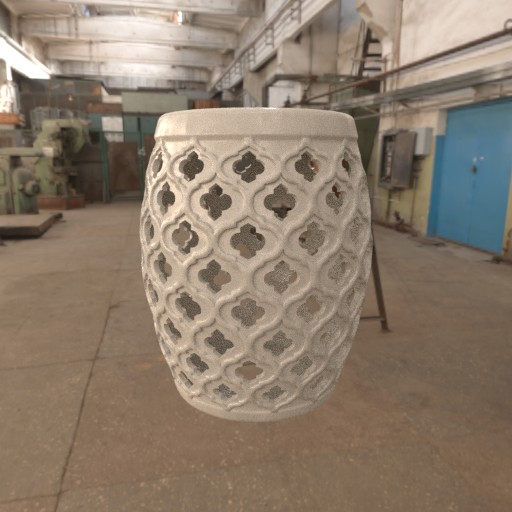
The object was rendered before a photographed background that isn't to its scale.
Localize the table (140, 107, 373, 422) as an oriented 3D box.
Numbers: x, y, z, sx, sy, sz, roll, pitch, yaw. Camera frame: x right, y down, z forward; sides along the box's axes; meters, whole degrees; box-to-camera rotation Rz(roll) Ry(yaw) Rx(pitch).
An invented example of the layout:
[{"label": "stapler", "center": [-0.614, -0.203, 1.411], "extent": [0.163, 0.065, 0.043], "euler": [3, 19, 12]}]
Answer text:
[{"label": "table", "center": [0.000, 0.000, 0.645], "extent": [0.325, 0.388, 0.325], "euler": [0, 13, 0]}]
